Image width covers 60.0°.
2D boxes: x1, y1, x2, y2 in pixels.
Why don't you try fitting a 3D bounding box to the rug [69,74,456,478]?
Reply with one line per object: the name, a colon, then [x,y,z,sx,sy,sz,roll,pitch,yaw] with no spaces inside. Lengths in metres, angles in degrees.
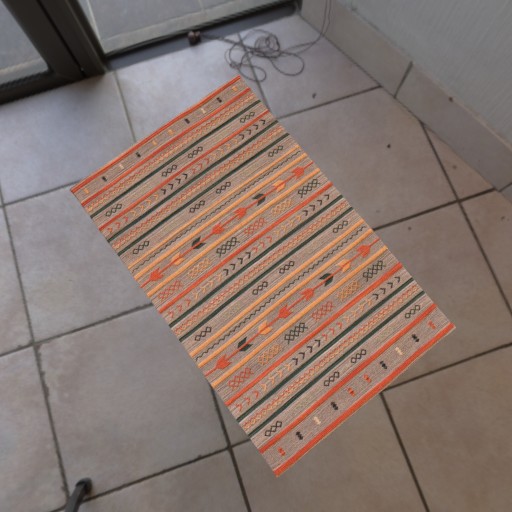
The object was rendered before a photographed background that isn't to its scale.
rug: [0.000,0.000,3.097,1.537,0.029,2.439,-37,80,-8]
